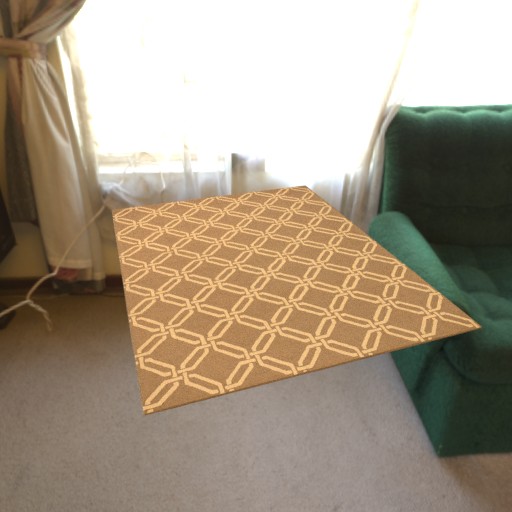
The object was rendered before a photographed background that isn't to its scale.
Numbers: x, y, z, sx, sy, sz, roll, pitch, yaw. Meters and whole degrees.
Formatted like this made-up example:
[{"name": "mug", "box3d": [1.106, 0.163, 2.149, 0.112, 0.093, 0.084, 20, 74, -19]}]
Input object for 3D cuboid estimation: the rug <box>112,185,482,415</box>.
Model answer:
[{"name": "rug", "box3d": [0.000, 0.000, 3.905, 2.288, 0.018, 2.895, -10, 31, -17]}]
